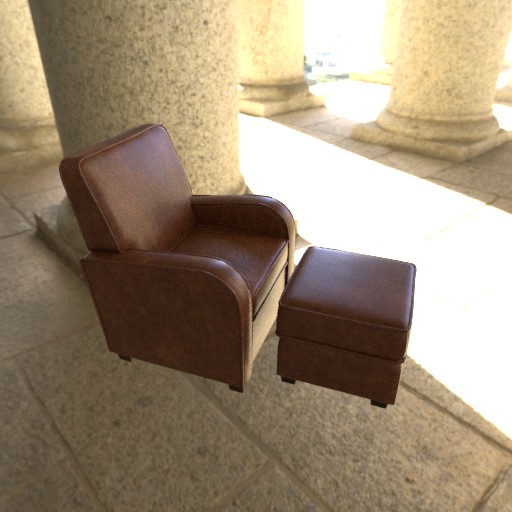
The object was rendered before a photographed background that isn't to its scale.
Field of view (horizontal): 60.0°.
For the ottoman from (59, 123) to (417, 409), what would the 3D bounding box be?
[{"bbox_3d":[0.000,0.000,1.872,1.314,0.904,0.732,10,32,17],"label":"ottoman"}]
